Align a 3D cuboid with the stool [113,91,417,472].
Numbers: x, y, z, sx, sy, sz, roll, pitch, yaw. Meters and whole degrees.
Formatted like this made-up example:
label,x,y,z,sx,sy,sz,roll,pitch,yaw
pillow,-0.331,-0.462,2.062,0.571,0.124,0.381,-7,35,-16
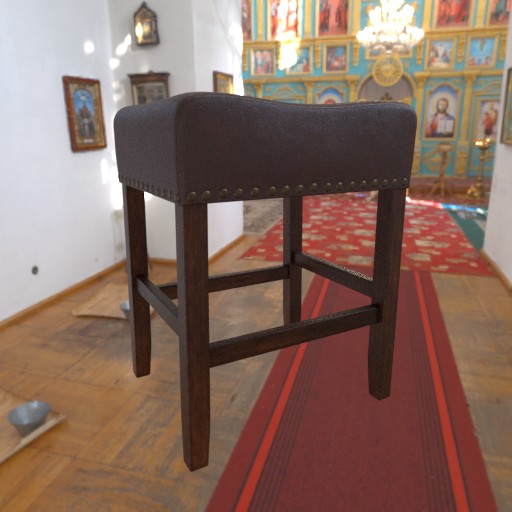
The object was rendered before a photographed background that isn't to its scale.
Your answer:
label,x,y,z,sx,sy,sz,roll,pitch,yaw
stool,0.000,0.000,0.932,0.465,0.608,0.397,-8,17,-28
